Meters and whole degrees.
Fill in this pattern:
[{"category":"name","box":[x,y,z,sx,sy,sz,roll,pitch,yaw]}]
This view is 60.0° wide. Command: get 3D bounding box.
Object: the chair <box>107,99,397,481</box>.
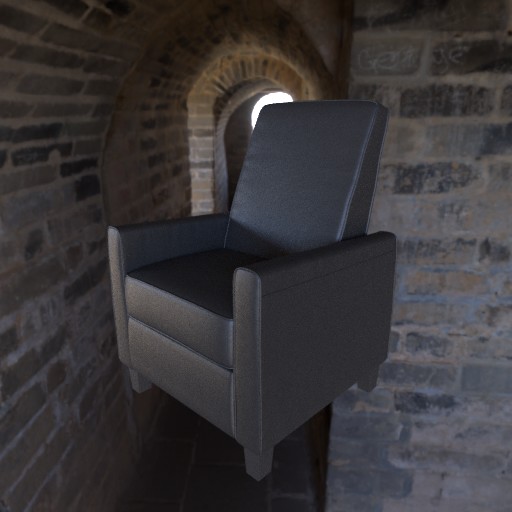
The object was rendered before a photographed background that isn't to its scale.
[{"category":"chair","box":[0.000,0.000,1.500,0.705,1.013,0.746,16,23,41]}]
